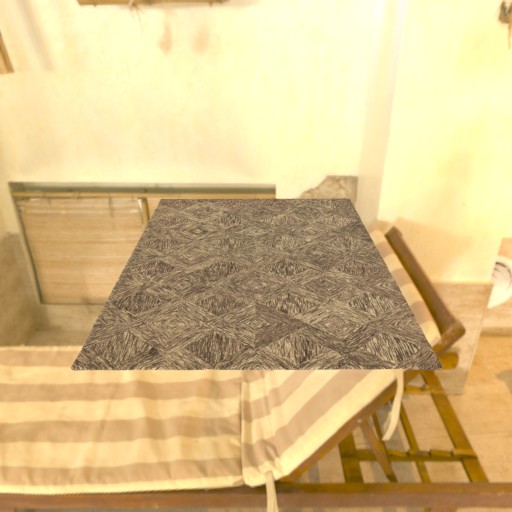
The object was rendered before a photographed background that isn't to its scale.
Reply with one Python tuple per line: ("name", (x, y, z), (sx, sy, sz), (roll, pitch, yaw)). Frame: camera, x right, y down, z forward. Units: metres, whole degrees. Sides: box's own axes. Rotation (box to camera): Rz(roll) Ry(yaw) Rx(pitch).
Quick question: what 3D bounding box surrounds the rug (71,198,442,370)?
("rug", (0.000, 0.000, 4.311), (2.448, 0.017, 3.204), (0, 27, 0))
